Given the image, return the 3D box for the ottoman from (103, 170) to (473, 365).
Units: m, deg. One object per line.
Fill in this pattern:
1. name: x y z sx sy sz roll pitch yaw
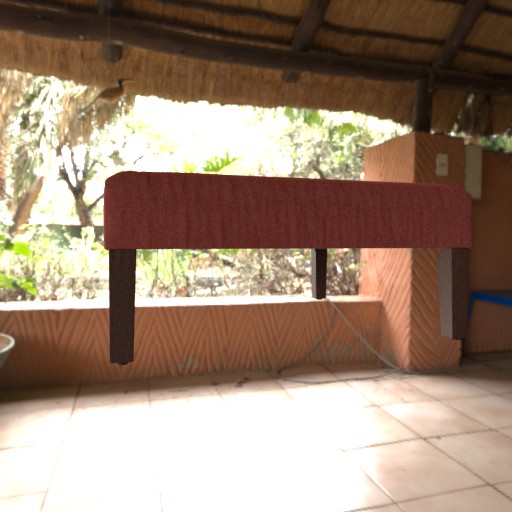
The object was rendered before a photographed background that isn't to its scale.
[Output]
1. ottoman: 0.000 0.000 1.416 0.889 0.411 0.890 -1 2 -17
